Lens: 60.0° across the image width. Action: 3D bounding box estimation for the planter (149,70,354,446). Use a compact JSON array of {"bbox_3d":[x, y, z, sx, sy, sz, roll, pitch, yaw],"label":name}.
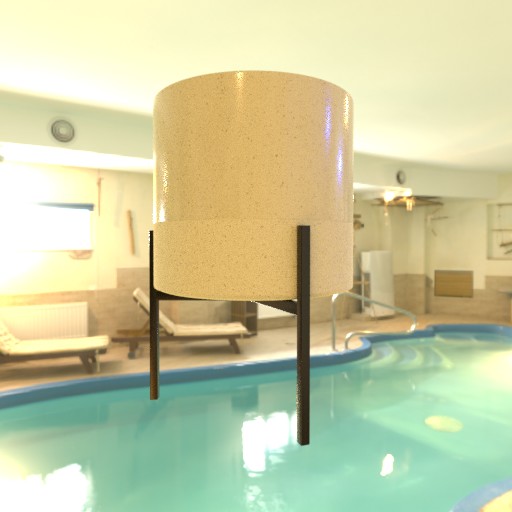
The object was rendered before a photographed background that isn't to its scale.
[{"bbox_3d":[0.000,0.000,0.349,0.152,0.230,0.159,1,2,36],"label":"planter"}]
